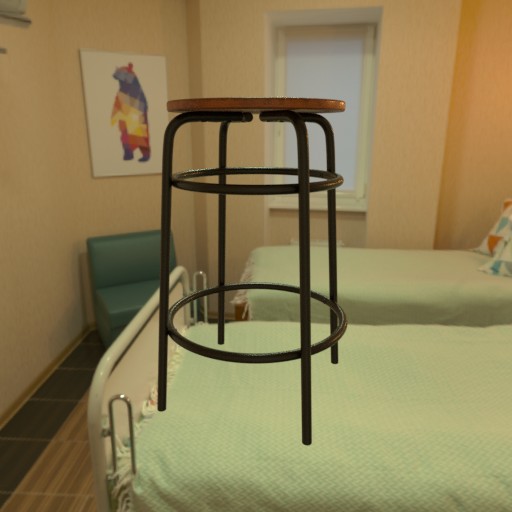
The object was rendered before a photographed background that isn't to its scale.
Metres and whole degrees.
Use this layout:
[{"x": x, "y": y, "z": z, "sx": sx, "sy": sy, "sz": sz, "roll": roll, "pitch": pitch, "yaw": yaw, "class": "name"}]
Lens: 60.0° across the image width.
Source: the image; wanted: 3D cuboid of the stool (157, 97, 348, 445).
[{"x": 0.000, "y": 0.000, "z": 0.930, "sx": 0.455, "sy": 0.610, "sz": 0.455, "roll": -8, "pitch": 18, "yaw": -25, "class": "stool"}]
